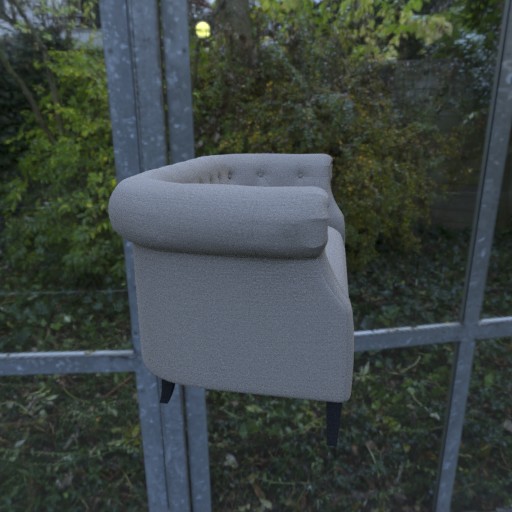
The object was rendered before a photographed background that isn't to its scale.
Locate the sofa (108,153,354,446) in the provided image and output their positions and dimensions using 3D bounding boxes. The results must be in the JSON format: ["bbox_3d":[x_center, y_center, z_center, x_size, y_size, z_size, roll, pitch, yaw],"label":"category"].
[{"bbox_3d":[0.000,0.000,2.007,0.835,0.827,1.558,3,17,9],"label":"sofa"}]
